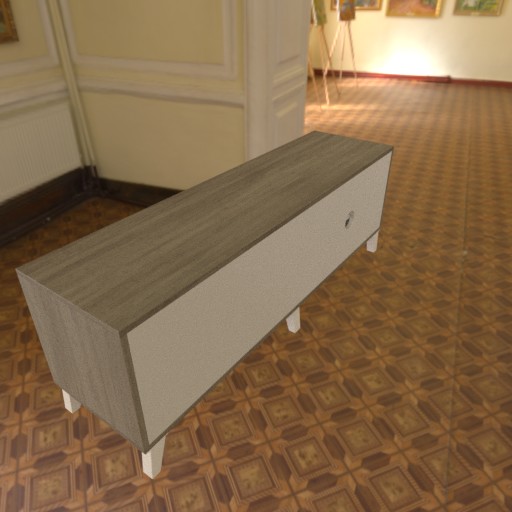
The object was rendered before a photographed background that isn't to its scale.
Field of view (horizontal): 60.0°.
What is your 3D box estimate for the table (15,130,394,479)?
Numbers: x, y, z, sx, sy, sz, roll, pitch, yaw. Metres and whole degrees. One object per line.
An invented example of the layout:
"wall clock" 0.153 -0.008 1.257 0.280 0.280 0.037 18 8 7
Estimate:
"table" 0.000 0.000 1.666 0.400 0.530 1.500 21 38 30
